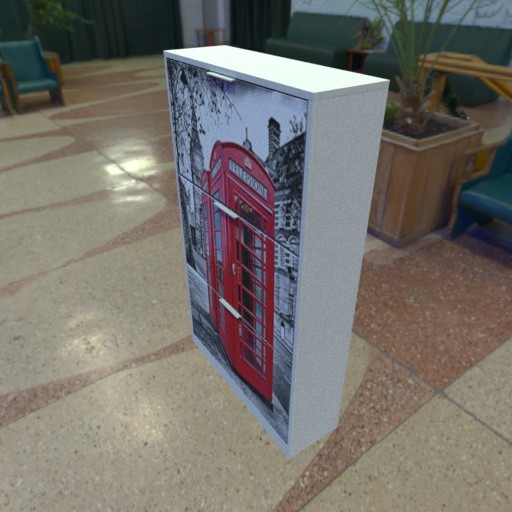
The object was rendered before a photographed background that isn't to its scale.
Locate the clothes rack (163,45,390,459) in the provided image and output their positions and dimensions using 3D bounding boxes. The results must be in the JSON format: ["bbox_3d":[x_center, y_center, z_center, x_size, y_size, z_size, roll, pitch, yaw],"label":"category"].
[{"bbox_3d":[0.000,0.000,1.586,0.250,1.280,0.750,-20,37,-29],"label":"clothes rack"}]
